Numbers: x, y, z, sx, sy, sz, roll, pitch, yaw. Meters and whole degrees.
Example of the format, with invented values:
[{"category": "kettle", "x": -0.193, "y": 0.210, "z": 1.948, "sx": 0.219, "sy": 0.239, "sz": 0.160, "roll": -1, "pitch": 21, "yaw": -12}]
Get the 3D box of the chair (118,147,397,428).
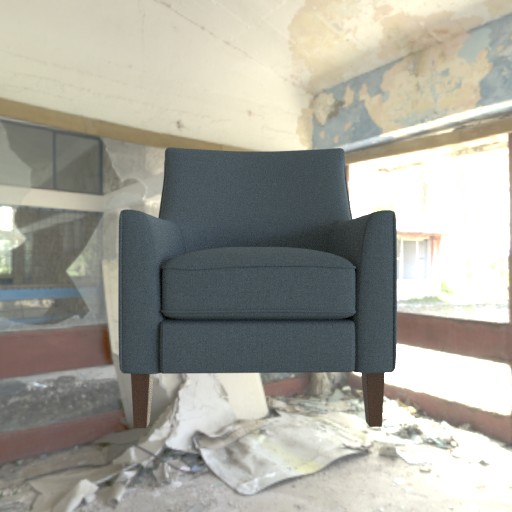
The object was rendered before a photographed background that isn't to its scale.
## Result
[{"category": "chair", "x": 0.000, "y": 0.000, "z": 1.575, "sx": 0.756, "sy": 0.916, "sz": 0.879, "roll": 0, "pitch": -1, "yaw": -1}]
